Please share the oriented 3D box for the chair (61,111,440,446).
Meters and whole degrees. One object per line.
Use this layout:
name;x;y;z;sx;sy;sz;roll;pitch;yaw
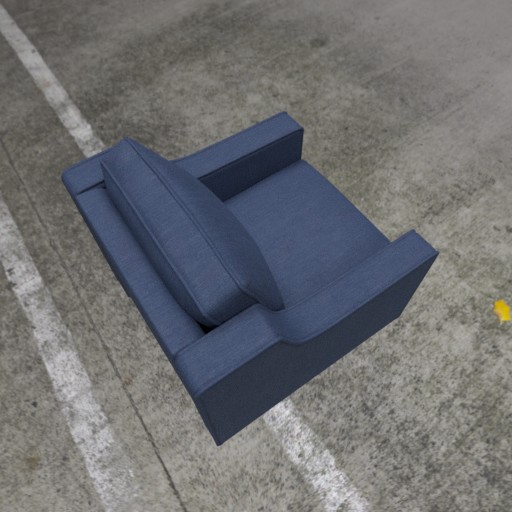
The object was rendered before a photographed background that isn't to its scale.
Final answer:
chair;0.000;0.000;1.606;0.909;0.960;0.831;-30;62;-18
